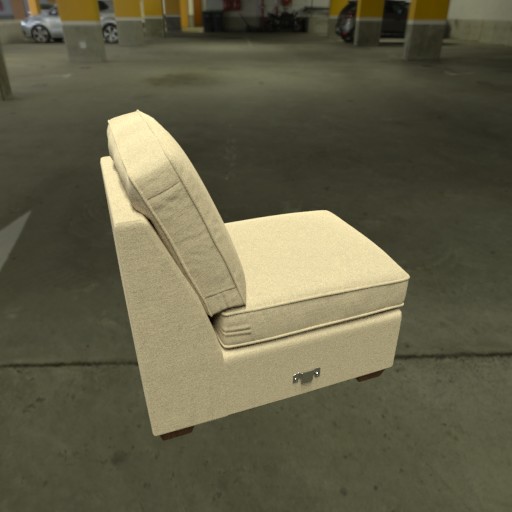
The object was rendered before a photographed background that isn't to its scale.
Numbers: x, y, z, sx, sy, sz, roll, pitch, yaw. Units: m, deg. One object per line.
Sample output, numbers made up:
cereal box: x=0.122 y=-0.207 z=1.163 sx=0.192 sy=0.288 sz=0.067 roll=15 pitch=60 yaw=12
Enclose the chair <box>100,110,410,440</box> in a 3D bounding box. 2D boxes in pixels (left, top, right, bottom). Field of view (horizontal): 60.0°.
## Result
chair: x=0.000 y=0.000 z=1.594 sx=0.938 sy=0.970 sz=0.621 roll=-10 pitch=30 yaw=-18
